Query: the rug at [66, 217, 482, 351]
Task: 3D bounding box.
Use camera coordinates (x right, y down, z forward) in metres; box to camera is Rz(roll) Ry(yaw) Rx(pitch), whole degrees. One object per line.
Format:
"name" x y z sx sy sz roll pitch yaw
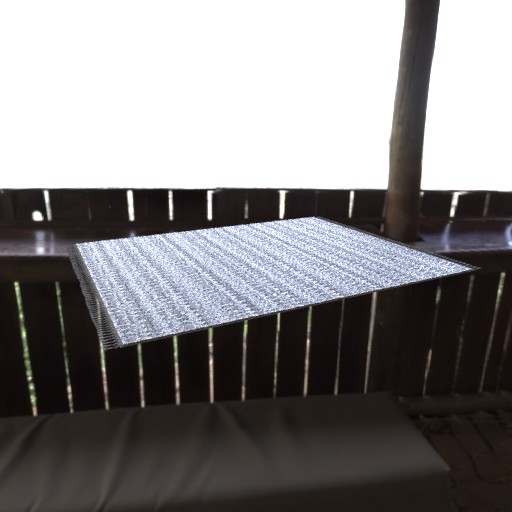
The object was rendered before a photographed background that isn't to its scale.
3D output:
"rug" 0.000 0.000 3.870 2.910 0.013 2.256 -9 19 -26
